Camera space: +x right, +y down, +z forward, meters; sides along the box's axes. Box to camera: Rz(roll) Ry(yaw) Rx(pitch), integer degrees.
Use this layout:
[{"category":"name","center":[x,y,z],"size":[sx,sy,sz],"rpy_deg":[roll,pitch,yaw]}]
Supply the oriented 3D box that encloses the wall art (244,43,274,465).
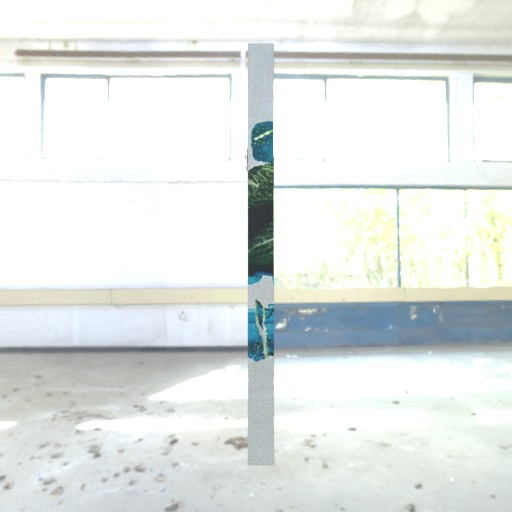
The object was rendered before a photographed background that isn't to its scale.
[{"category":"wall art","center":[0.000,0.000,0.994],"size":[0.043,0.610,0.711],"rpy_deg":[0,-1,-1]}]
